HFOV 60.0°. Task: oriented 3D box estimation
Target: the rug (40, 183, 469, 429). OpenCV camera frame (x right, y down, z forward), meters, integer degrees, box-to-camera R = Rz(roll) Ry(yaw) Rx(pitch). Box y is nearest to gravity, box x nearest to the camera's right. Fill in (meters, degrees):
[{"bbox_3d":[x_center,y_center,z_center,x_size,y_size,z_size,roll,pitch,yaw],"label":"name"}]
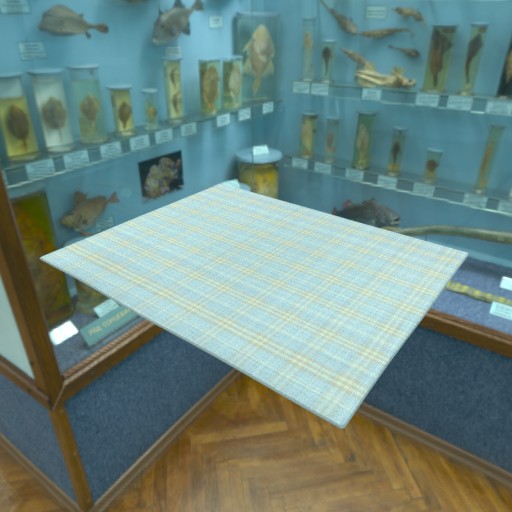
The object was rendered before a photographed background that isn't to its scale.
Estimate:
[{"bbox_3d":[0.000,0.000,4.043,3.066,0.030,2.462,21,35,32],"label":"rug"}]
